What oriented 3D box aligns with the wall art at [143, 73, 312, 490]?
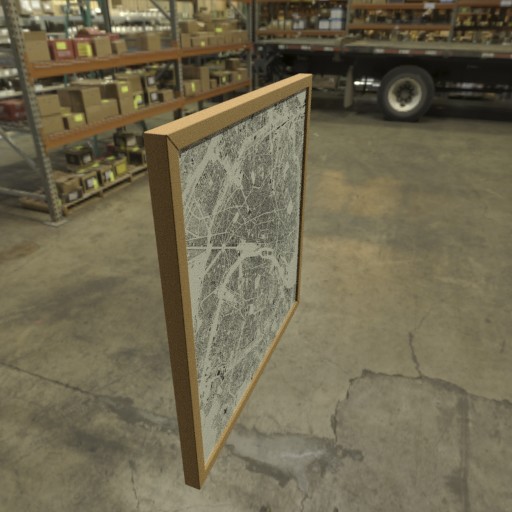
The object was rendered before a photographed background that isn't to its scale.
[{"bbox_3d":[0.000,0.000,1.095,0.037,0.761,0.761,10,30,19],"label":"wall art"}]
